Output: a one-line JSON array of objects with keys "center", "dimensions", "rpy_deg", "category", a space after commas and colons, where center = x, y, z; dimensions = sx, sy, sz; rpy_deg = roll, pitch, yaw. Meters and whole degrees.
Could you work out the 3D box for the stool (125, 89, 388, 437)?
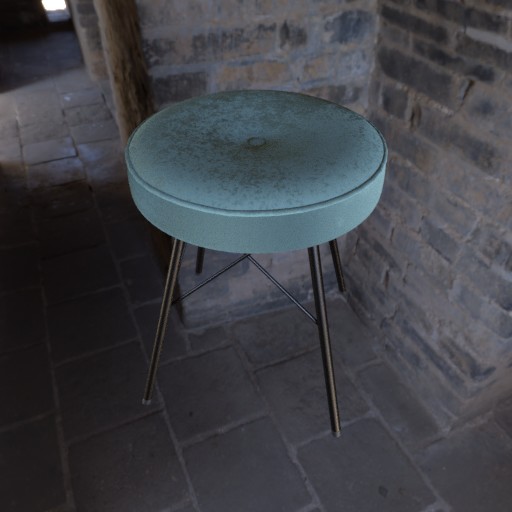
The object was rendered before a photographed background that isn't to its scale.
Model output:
[{"center": [0.000, 0.000, 0.857], "dimensions": [0.457, 0.519, 0.458], "rpy_deg": [13, 43, 14], "category": "stool"}]
